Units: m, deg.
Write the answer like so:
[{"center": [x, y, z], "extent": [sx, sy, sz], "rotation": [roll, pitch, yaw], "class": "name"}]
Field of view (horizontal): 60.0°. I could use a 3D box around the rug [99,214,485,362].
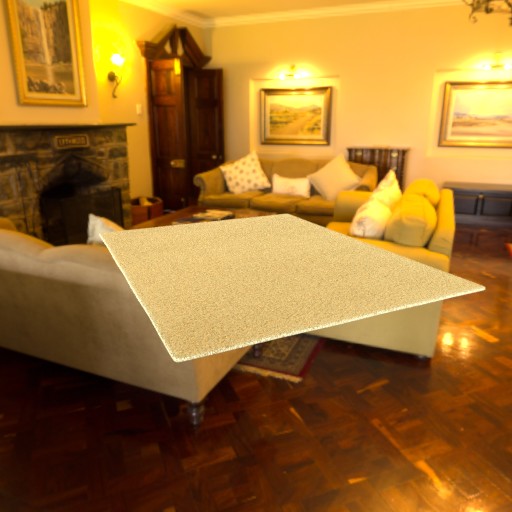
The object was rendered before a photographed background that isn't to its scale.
[{"center": [0.000, 0.000, 4.173], "extent": [2.438, 0.029, 3.047], "rotation": [-8, 19, -25], "class": "rug"}]
